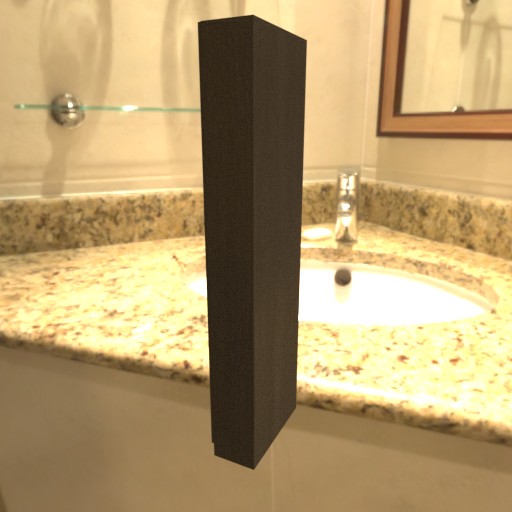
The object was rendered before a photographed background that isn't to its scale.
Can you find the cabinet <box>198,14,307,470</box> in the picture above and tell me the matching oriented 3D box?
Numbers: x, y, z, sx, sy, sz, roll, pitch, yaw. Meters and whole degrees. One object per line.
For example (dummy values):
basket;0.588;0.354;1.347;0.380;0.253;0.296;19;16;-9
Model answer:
cabinet;0.000;0.000;1.951;0.230;1.790;0.500;8;18;25
